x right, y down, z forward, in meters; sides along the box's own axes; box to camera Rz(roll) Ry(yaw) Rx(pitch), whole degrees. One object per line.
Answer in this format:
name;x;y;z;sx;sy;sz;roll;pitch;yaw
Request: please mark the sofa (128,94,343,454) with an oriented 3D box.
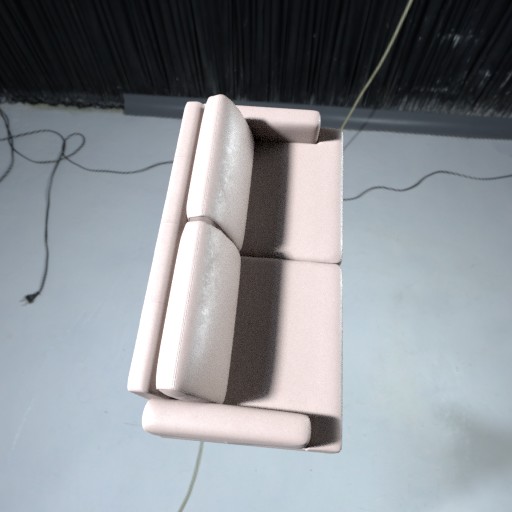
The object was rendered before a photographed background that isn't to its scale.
sofa;0.000;0.000;2.462;0.974;0.765;1.940;5;64;2
